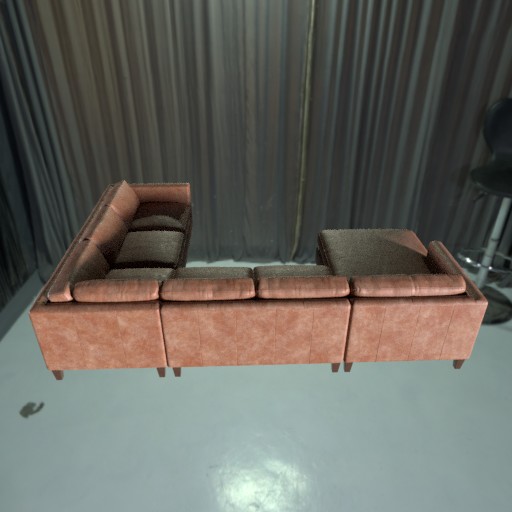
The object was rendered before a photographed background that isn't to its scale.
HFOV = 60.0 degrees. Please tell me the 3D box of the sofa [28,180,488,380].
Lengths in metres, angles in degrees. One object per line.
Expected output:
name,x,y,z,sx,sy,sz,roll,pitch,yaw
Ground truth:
sofa,0.000,0.000,4.436,3.401,0.832,2.430,-1,32,-2
